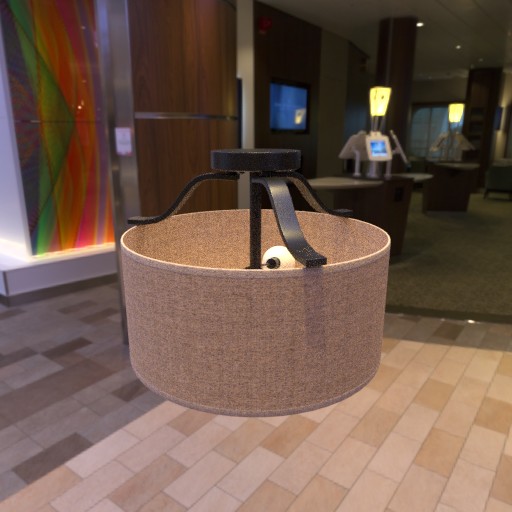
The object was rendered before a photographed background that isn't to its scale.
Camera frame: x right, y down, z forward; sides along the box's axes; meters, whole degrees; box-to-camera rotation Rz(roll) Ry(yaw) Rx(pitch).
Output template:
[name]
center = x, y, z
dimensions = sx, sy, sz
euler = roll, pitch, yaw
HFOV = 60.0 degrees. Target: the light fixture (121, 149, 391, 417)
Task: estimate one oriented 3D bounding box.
[light fixture]
center = 0.000, 0.000, 0.659
dimensions = 0.390, 0.306, 0.390
euler = 0, 16, 0
